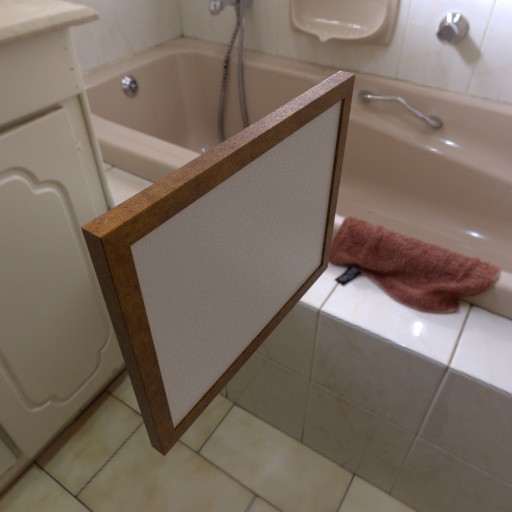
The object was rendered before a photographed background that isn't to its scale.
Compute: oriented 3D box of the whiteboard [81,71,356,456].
[{"bbox_3d":[0.000,0.000,0.756,0.029,0.457,0.561,25,47,26],"label":"whiteboard"}]
